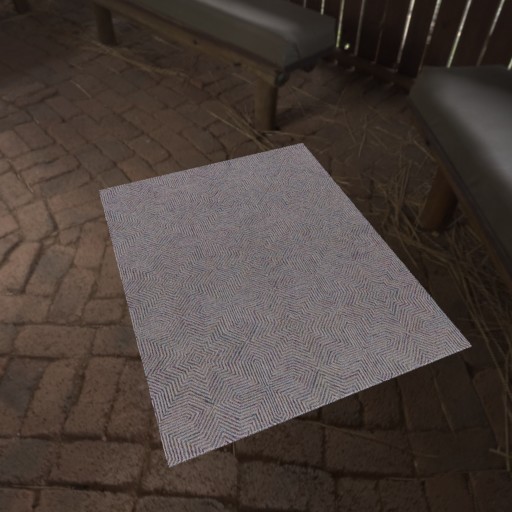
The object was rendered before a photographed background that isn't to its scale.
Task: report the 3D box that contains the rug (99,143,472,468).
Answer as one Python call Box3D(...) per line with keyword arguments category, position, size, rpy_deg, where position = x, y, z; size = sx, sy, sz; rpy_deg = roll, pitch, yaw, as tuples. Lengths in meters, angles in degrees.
Box3D(category="rug", position=(0.000, 0.000, 4.138), size=(2.442, 0.008, 3.046), rpy_deg=(-16, 50, -15))
